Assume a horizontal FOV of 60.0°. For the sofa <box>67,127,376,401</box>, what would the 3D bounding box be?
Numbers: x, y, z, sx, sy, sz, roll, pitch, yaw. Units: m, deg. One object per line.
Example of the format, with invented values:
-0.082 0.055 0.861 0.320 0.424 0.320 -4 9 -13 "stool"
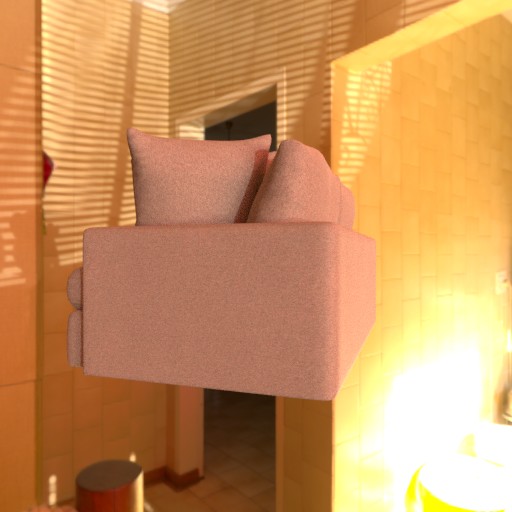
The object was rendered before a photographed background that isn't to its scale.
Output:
0.000 0.000 2.571 1.228 1.080 1.869 0 0 19 "sofa"
